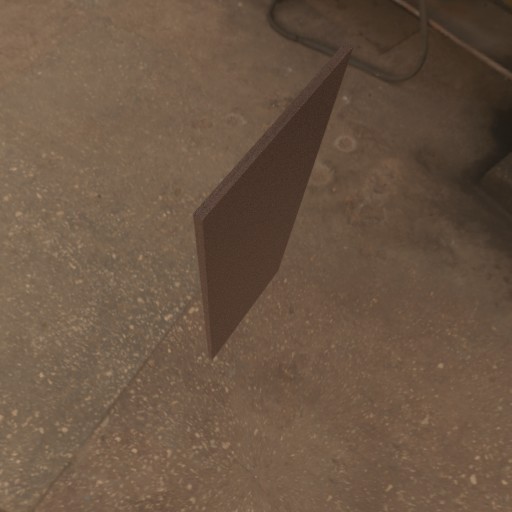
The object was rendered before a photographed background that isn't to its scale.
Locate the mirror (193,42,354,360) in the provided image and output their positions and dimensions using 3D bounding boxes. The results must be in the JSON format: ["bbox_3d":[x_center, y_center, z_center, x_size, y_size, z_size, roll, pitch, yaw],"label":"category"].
[{"bbox_3d":[0.000,0.000,2.242,0.221,2.020,0.812,32,68,15],"label":"mirror"}]
